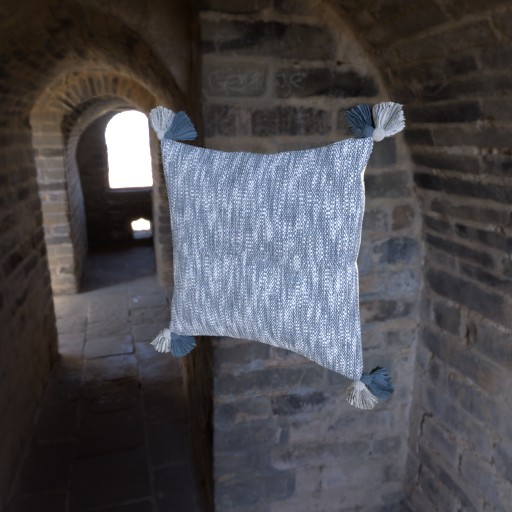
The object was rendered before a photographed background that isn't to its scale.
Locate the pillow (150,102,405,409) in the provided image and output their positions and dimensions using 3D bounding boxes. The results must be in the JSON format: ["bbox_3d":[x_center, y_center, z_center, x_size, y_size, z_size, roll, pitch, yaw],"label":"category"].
[{"bbox_3d":[0.000,0.000,0.955,0.614,0.634,0.138,7,16,25],"label":"pillow"}]
